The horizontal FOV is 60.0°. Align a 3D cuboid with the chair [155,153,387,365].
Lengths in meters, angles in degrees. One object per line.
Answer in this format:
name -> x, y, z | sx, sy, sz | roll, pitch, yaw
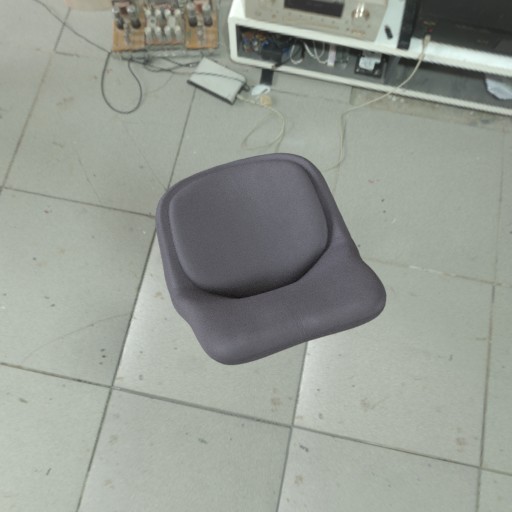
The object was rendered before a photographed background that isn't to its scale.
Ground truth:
chair -> 0.000, 0.000, 1.204 | 0.483, 0.865, 0.547 | -17, 76, -4
